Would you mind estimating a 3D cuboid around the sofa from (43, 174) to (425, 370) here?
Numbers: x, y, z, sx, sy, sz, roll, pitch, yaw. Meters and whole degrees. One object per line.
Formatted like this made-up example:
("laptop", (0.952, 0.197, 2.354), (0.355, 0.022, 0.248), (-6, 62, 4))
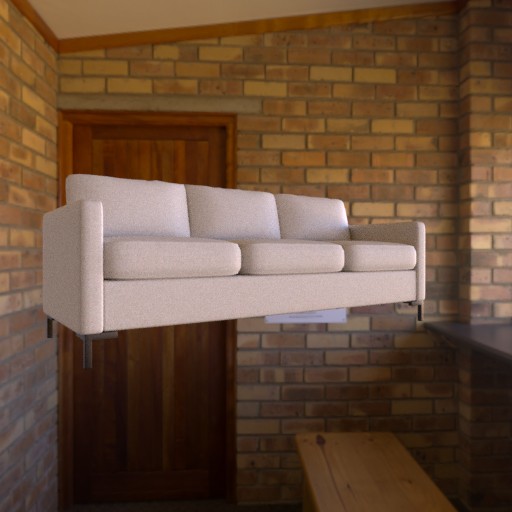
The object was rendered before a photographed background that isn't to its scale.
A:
("sofa", (0.000, 0.000, 2.669), (2.218, 0.874, 0.859), (0, 0, -35))
